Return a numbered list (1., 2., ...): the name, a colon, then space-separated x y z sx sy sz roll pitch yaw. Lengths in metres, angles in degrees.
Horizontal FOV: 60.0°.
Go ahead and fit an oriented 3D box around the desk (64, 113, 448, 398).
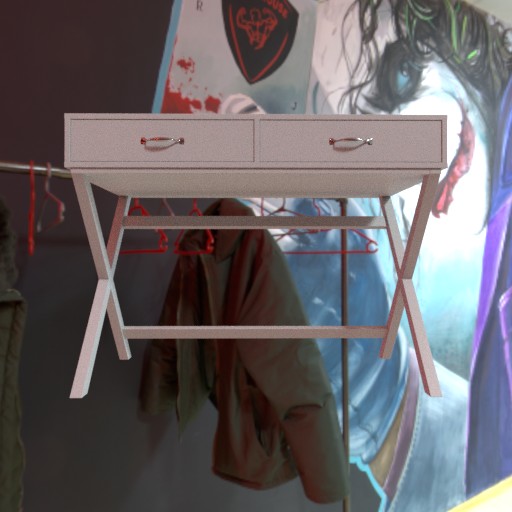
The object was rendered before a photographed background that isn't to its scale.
1. desk: 0.000 0.000 1.461 1.057 0.780 0.525 0 0 -1
